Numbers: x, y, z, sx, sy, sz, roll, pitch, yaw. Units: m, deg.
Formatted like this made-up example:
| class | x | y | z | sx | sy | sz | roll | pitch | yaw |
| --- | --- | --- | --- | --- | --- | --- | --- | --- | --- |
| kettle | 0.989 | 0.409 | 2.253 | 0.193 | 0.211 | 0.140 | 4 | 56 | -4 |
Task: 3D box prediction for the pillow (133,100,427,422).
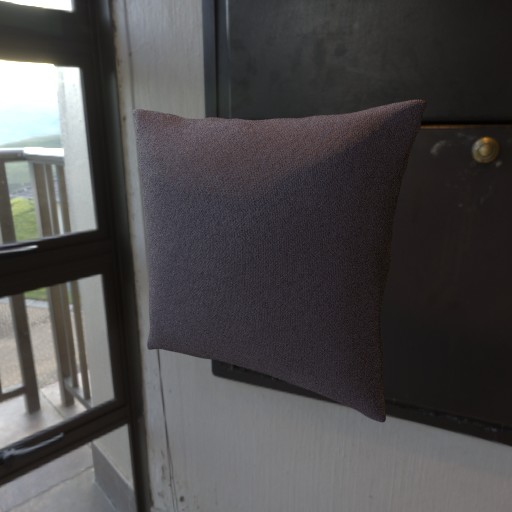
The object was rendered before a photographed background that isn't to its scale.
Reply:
| class | x | y | z | sx | sy | sz | roll | pitch | yaw |
| --- | --- | --- | --- | --- | --- | --- | --- | --- | --- |
| pillow | 0.000 | 0.000 | 0.678 | 0.452 | 0.439 | 0.204 | 8 | 18 | 27 |
